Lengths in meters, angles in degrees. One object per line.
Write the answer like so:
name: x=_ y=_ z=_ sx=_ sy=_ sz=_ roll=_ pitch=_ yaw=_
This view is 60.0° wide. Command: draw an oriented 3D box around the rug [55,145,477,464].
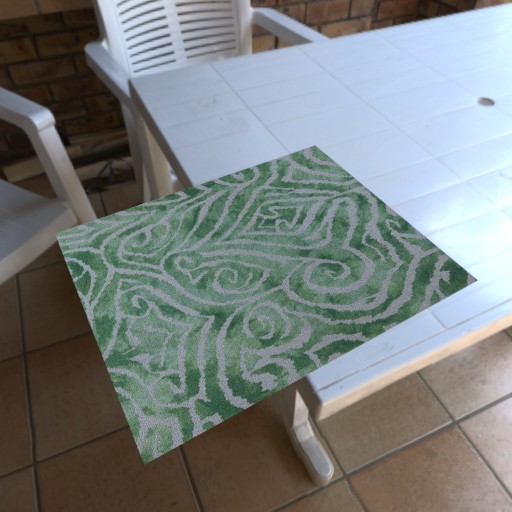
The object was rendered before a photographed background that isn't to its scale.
rug: x=0.000 y=0.000 z=4.052 sx=3.045 sy=0.007 sz=2.436 roll=-23 pitch=51 yaw=-20
